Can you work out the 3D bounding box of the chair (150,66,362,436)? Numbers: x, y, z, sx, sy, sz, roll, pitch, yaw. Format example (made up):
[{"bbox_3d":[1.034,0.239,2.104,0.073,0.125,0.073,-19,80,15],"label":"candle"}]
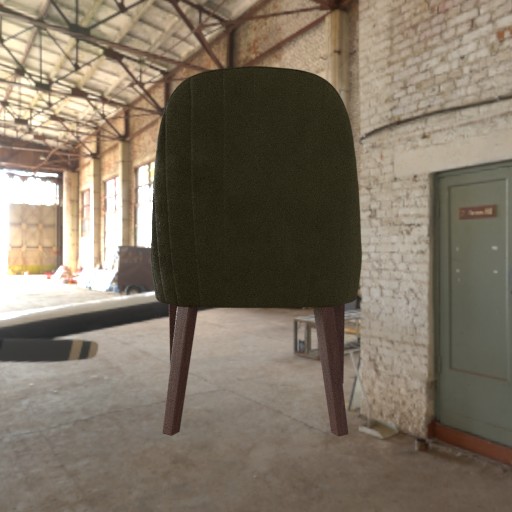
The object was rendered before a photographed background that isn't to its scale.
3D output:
[{"bbox_3d":[0.000,0.000,1.303,0.643,0.889,0.575,0,0,1],"label":"chair"}]
